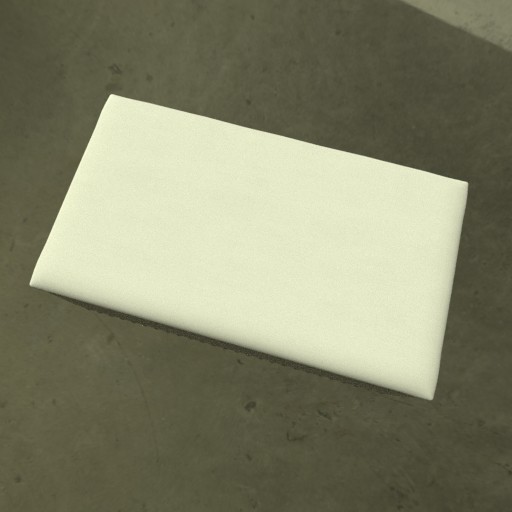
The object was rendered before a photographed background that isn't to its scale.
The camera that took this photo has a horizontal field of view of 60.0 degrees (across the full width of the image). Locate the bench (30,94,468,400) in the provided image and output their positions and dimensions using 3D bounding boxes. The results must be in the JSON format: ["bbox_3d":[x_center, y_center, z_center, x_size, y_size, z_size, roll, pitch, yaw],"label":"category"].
[{"bbox_3d":[0.000,0.000,1.175,0.887,0.449,0.500,15,75,4],"label":"bench"}]
